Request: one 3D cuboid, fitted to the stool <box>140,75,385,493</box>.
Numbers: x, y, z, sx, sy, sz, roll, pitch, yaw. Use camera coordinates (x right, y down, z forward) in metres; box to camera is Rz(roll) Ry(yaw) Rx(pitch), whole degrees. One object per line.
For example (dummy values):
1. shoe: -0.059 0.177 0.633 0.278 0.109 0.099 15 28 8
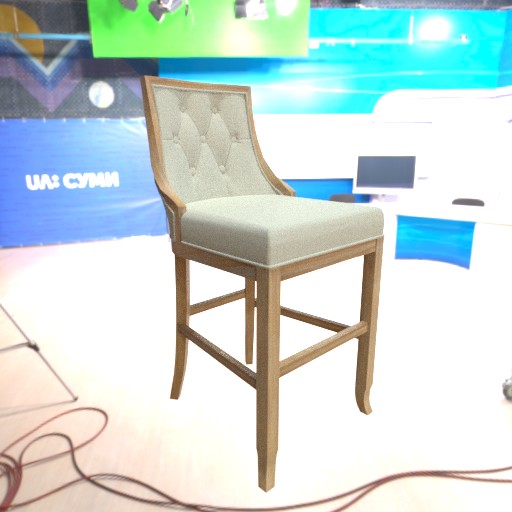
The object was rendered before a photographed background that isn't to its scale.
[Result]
1. stool: 0.000 0.000 1.435 0.524 1.101 0.626 -14 21 -42
